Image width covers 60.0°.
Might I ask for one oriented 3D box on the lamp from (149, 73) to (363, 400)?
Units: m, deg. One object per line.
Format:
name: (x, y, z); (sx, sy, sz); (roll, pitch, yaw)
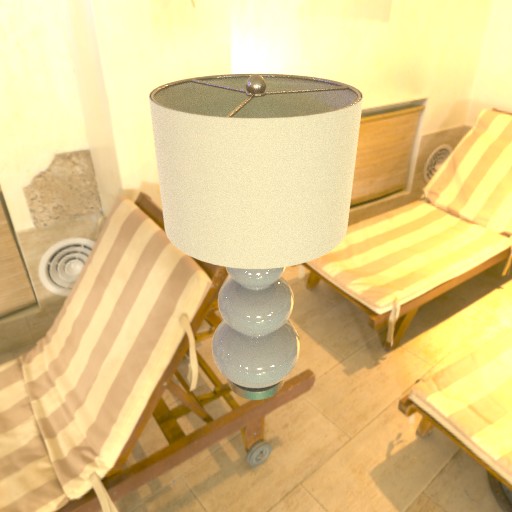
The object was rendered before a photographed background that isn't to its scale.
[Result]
lamp: (0.000, 0.000, 0.951); (0.367, 0.730, 0.367); (-20, 37, -29)
